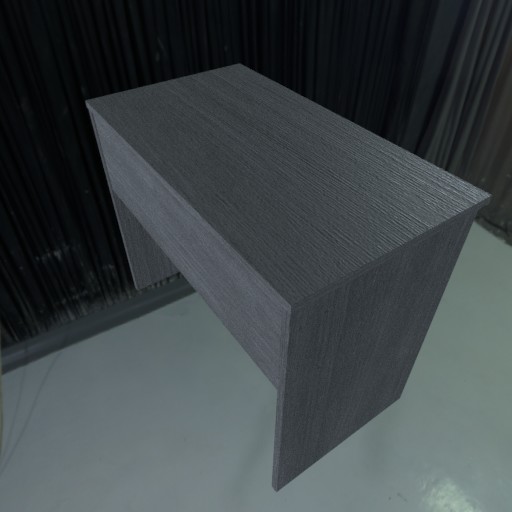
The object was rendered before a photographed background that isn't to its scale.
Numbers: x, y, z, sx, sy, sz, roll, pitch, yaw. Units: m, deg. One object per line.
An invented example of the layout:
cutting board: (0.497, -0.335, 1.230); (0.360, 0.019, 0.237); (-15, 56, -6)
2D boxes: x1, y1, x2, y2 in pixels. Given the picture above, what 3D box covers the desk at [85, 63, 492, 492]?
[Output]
desk: (0.000, 0.000, 1.270); (0.498, 0.724, 0.893); (-25, 48, -25)
